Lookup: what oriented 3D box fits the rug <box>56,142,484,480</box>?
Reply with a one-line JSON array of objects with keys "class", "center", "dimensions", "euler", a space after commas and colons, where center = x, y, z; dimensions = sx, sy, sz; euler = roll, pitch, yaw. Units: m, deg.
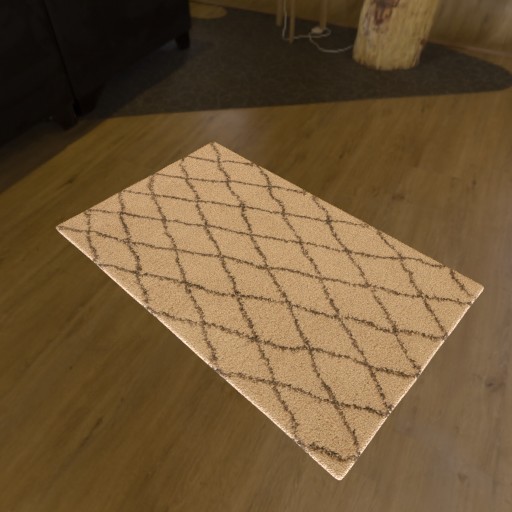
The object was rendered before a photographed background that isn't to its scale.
[{"class": "rug", "center": [0.000, 0.000, 2.924], "dimensions": [2.438, 0.030, 1.524], "euler": [34, 55, 28]}]
